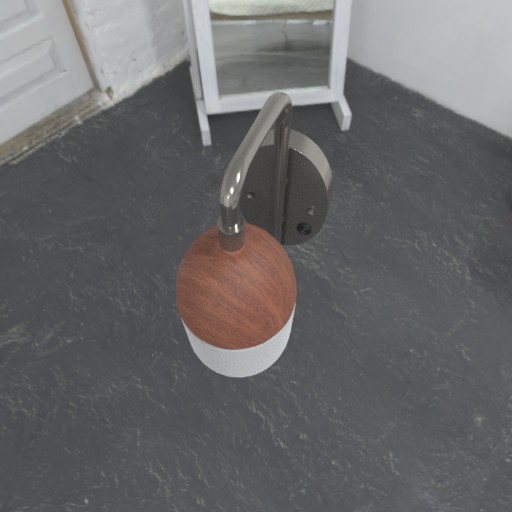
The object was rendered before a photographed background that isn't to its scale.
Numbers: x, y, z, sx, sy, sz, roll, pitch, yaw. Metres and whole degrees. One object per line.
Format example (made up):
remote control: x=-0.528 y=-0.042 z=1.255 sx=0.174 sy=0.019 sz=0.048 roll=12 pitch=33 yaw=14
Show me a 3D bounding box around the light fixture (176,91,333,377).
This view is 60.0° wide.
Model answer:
light fixture: x=0.000 y=0.000 z=0.442 sx=0.108 sy=0.343 sz=0.216 roll=16 pitch=61 yaw=9
